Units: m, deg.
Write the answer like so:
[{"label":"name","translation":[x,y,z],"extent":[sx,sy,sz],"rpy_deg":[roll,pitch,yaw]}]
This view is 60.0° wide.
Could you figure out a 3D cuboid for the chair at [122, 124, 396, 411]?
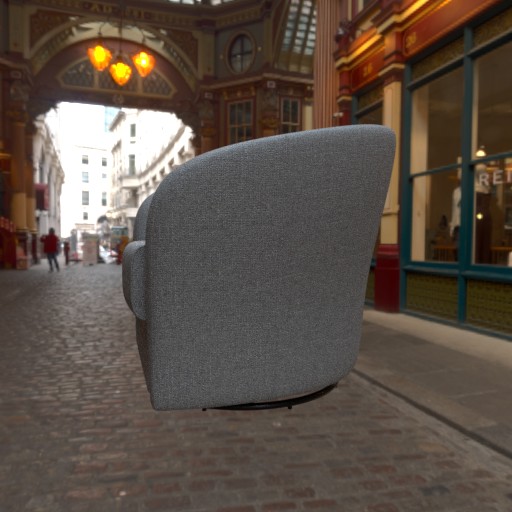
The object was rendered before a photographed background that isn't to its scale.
[{"label":"chair","translation":[0.000,0.000,1.408],"extent":[0.815,0.771,0.791],"rpy_deg":[-1,3,-18]}]
